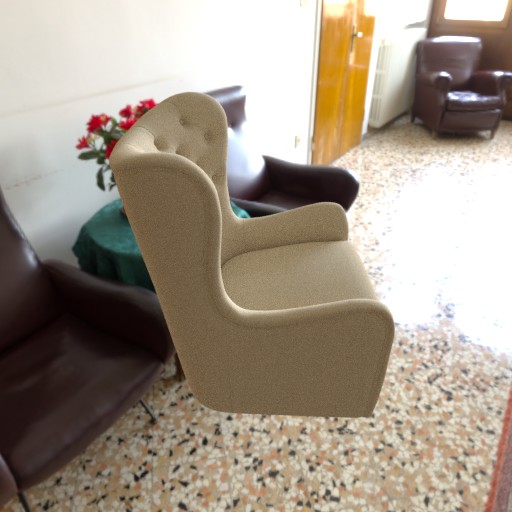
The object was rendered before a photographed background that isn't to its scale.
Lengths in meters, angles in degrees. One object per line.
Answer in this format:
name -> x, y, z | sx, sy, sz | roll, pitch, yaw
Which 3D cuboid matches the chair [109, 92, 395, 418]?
chair -> 0.000, 0.000, 1.737 | 0.929, 1.079, 0.831 | -1, 32, -1
